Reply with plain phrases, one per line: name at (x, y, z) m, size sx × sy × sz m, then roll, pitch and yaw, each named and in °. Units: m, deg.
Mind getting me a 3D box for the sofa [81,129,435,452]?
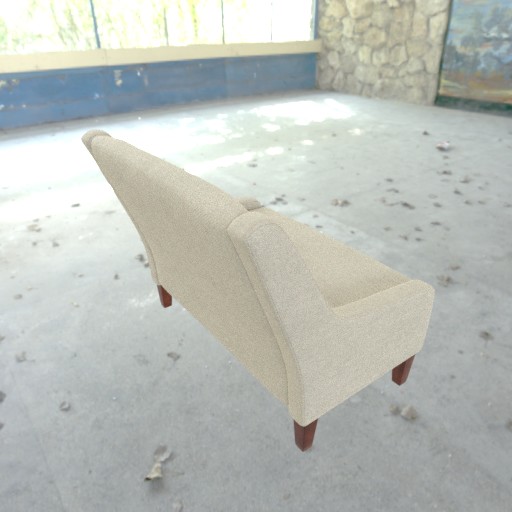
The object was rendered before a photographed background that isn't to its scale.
sofa at (0.000, 0.000, 1.894) m, size 0.946 × 0.976 × 1.212 m, roll -19°, pitch 34°, yaw -31°
